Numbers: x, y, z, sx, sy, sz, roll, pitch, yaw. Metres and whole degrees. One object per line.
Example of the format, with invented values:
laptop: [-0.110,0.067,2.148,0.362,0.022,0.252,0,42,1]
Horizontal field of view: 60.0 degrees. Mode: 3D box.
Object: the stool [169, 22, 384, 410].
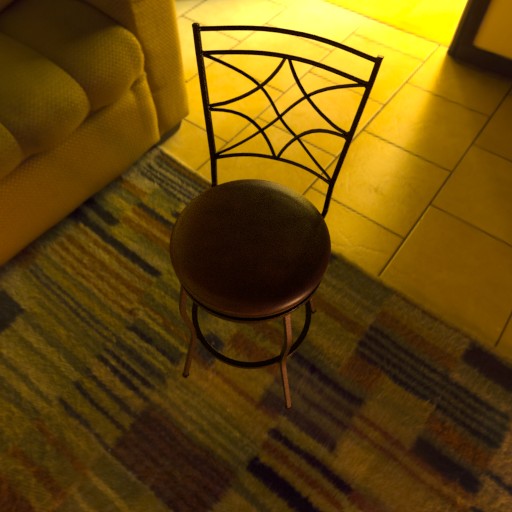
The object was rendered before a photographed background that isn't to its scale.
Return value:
stool: [0.000,0.000,1.328,0.434,1.117,0.534,15,58,9]
